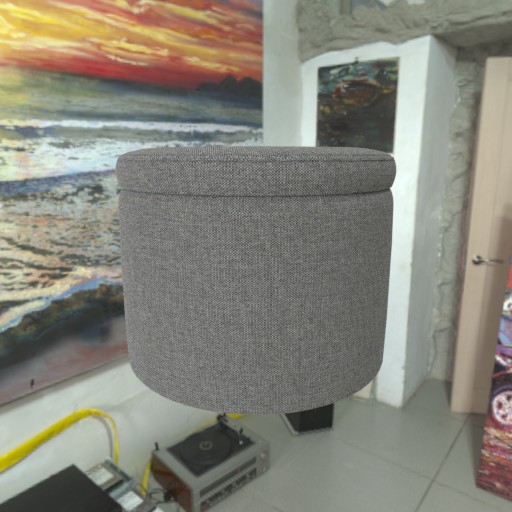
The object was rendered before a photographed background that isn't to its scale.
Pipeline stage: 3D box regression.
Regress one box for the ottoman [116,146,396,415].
[{"bbox_3d":[0.000,0.000,0.893,0.520,0.430,0.520,0,13,0],"label":"ottoman"}]
